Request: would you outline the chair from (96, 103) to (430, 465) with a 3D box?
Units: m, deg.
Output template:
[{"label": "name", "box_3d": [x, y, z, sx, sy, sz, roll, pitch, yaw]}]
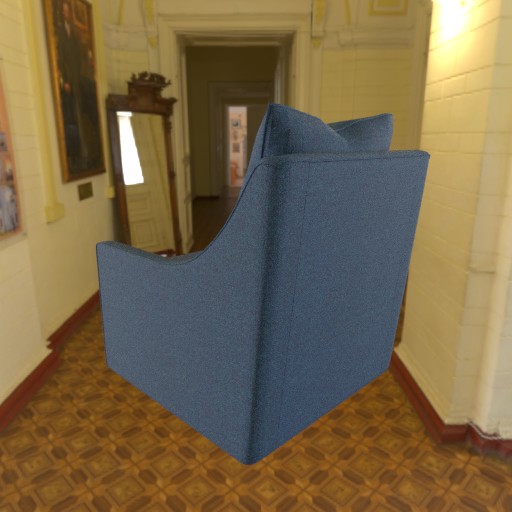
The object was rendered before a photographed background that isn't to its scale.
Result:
[{"label": "chair", "box_3d": [0.000, 0.000, 1.535, 0.870, 0.939, 0.750, 14, 20, 43]}]
